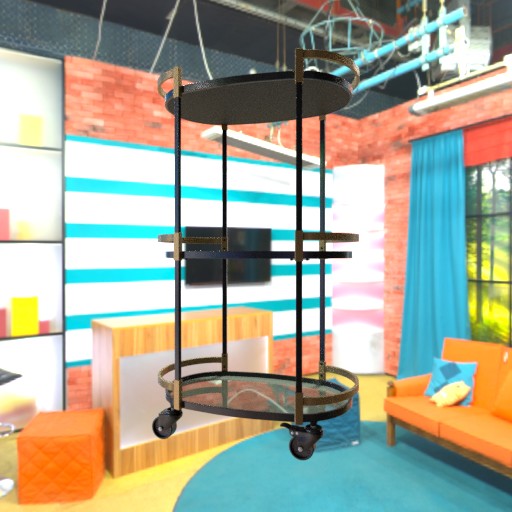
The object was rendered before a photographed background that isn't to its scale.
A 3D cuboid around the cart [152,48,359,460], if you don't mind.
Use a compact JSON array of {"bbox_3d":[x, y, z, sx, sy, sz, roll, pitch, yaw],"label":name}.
[{"bbox_3d":[0.000,0.000,1.132,0.515,0.885,0.311,0,0,19],"label":"cart"}]
